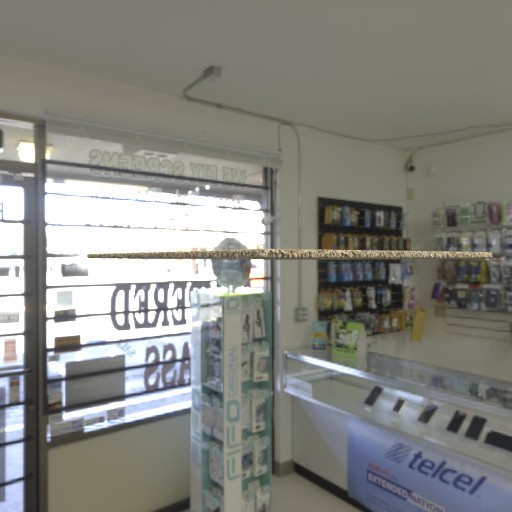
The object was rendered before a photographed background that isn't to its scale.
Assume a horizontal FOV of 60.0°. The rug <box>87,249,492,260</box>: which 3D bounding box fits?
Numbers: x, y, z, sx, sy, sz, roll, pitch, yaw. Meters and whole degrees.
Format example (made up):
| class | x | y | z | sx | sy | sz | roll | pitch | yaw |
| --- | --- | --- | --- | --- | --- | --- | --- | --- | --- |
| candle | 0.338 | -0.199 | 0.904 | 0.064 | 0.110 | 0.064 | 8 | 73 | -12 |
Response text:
| class | x | y | z | sx | sy | sz | roll | pitch | yaw |
| --- | --- | --- | --- | --- | --- | --- | --- | --- | --- |
| rug | 0.000 | 0.000 | 2.257 | 1.219 | 0.030 | 1.778 | 0 | 0 | -35 |
